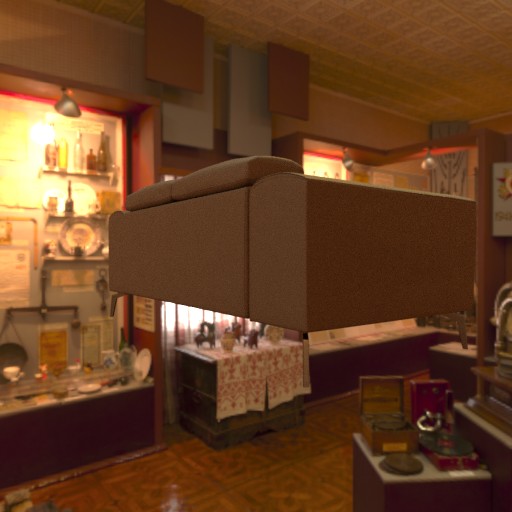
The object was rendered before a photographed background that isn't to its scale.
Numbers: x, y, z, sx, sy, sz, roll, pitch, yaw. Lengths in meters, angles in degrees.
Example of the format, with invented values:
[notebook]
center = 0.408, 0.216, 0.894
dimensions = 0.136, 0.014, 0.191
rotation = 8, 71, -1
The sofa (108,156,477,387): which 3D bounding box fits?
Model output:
[sofa]
center = 0.000, 0.000, 2.354
dimensions = 1.003, 0.779, 1.895
rotation = 0, 0, -36
